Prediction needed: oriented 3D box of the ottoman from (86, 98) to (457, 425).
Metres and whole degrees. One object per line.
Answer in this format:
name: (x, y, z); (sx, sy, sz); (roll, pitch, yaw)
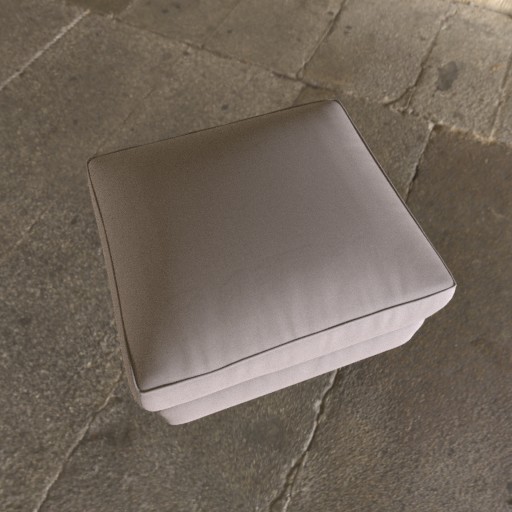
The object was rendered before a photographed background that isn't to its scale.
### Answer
ottoman: (0.000, 0.000, 1.180); (0.721, 0.505, 0.662); (-17, 61, -10)
